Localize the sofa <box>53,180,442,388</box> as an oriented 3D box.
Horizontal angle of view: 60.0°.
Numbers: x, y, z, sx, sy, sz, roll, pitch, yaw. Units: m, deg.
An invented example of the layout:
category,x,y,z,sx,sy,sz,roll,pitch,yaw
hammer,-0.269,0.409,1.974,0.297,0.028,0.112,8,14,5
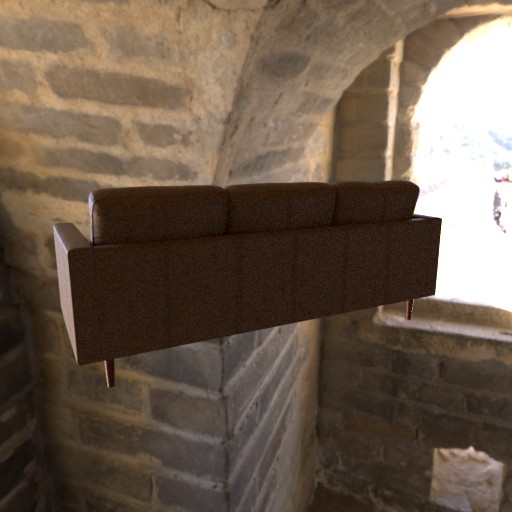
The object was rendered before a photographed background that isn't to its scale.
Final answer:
category,x,y,z,sx,sy,sz,roll,pitch,yaw
sofa,0.000,0.000,2.764,2.231,0.930,0.903,-6,14,-27
